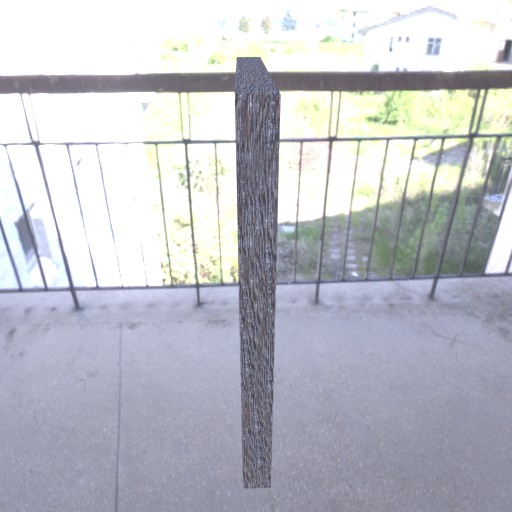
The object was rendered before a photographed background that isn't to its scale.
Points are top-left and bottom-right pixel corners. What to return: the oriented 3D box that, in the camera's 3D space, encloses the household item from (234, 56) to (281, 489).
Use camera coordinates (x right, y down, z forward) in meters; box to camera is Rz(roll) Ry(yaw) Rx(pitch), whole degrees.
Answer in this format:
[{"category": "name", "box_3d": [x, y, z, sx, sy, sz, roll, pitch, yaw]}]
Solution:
[{"category": "household item", "box_3d": [0.000, 0.000, 0.270, 0.020, 0.210, 0.160, -1, 28, -2]}]
